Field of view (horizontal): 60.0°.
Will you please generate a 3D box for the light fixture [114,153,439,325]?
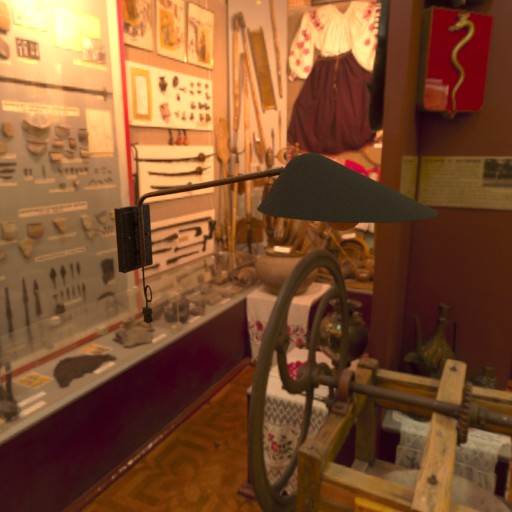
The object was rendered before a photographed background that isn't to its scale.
[{"bbox_3d":[0.000,0.000,0.689,0.516,0.312,0.240,7,15,28],"label":"light fixture"}]
